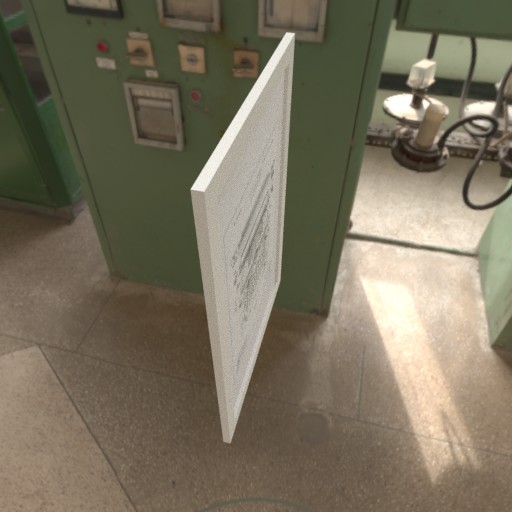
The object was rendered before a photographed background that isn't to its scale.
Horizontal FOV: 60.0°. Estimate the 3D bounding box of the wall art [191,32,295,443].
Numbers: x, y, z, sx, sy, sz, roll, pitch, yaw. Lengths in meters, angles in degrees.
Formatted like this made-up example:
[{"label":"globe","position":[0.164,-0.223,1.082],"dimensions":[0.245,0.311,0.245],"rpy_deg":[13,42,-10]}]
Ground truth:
[{"label":"wall art","position":[0.000,0.000,0.693],"dimensions":[0.013,0.533,0.381],"rpy_deg":[11,47,10]}]
